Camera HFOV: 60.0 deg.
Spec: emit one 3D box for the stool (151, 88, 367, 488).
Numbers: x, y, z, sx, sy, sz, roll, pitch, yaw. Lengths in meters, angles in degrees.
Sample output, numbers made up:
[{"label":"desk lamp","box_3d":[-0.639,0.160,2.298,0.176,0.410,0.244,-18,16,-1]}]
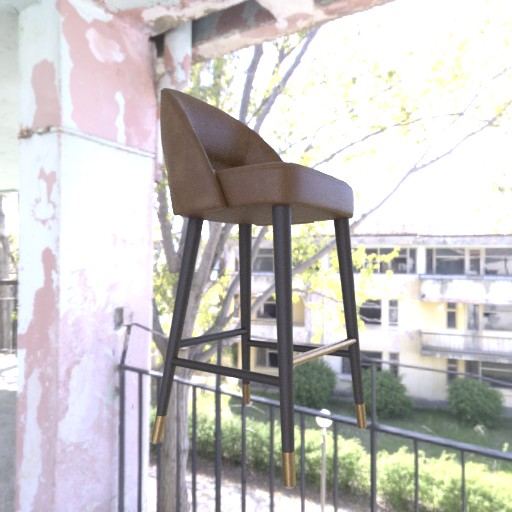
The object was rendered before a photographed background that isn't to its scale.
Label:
[{"label":"stool","box_3d":[0.000,0.000,1.308,0.509,1.037,0.494,-1,-1,35]}]
